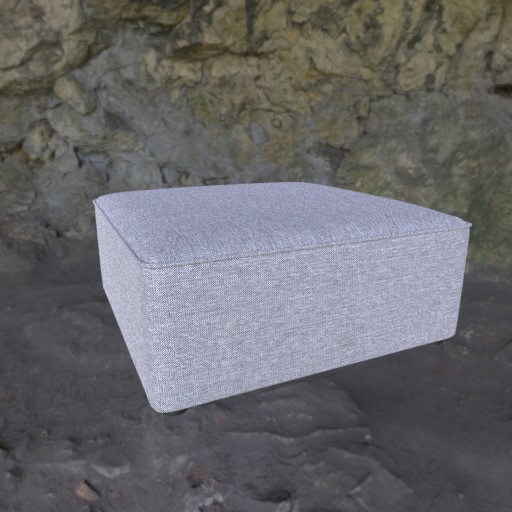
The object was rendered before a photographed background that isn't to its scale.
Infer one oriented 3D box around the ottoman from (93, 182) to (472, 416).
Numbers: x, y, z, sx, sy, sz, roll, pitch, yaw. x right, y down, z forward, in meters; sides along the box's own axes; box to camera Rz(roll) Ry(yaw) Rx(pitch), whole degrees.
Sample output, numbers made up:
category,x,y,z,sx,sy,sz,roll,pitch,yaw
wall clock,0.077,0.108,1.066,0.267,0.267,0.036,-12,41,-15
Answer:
category,x,y,z,sx,sy,sz,roll,pitch,yaw
ottoman,0.000,0.000,1.608,1.005,0.455,1.005,-7,18,-24
